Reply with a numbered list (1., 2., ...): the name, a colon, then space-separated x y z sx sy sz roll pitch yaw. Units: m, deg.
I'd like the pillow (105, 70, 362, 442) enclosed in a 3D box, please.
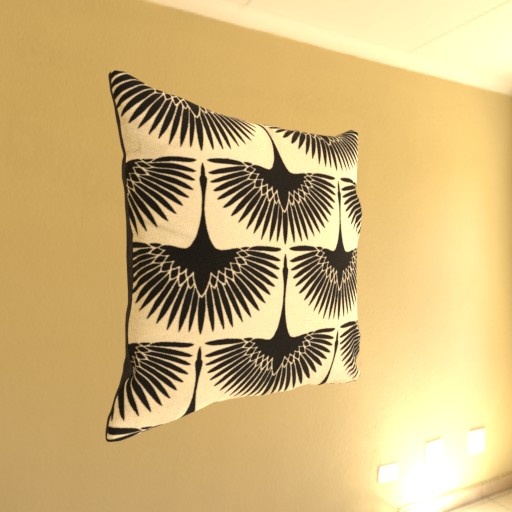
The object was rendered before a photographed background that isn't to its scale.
1. pillow: 0.000 0.000 0.641 0.432 0.432 0.139 0 0 -37
